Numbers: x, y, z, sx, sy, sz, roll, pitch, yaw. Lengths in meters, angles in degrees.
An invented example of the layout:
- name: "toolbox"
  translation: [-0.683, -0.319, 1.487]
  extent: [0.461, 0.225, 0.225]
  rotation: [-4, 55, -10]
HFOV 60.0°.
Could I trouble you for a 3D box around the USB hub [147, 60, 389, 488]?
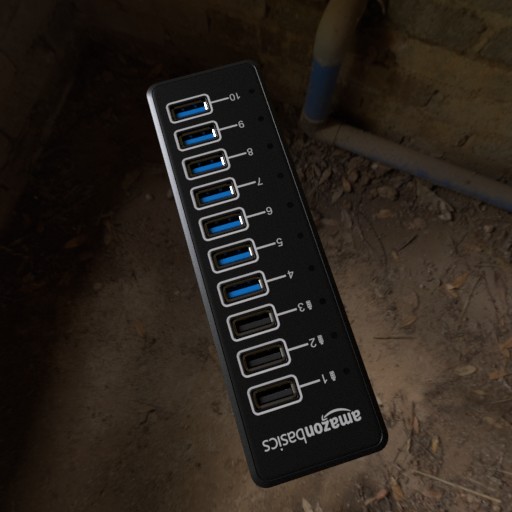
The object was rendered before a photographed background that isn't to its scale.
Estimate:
- name: "USB hub"
  translation: [0.000, 0.000, 0.161]
  extent: [0.044, 0.023, 0.145]
  rotation: [-16, 77, -4]
